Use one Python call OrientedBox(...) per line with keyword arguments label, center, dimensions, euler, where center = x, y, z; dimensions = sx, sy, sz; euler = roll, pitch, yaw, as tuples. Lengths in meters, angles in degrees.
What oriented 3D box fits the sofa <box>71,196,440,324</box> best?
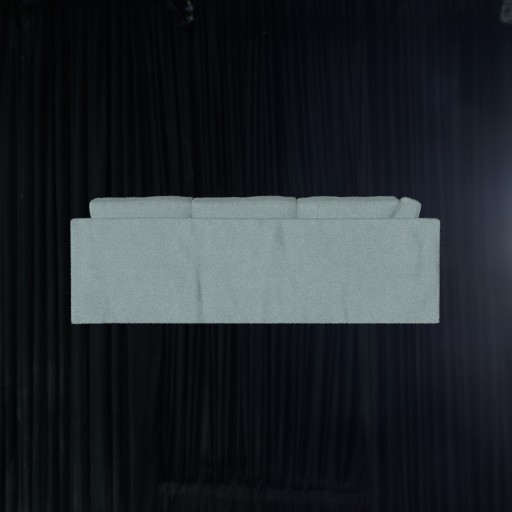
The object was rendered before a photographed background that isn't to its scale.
OrientedBox(label="sofa", center=(0.000, 0.000, 4.592), dimensions=(2.440, 0.869, 3.434), euler=(0, 0, 0))
